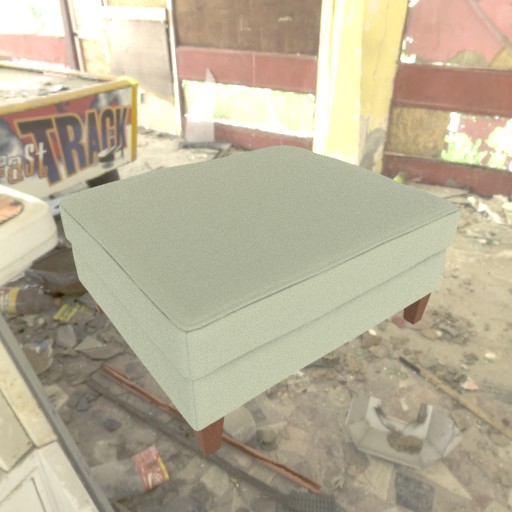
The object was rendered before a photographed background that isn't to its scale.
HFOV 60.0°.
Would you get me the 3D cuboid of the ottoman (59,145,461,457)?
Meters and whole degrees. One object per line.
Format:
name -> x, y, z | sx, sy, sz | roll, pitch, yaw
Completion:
ottoman -> 0.000, 0.000, 1.476 | 0.991, 0.494, 0.842 | -21, 37, -32
